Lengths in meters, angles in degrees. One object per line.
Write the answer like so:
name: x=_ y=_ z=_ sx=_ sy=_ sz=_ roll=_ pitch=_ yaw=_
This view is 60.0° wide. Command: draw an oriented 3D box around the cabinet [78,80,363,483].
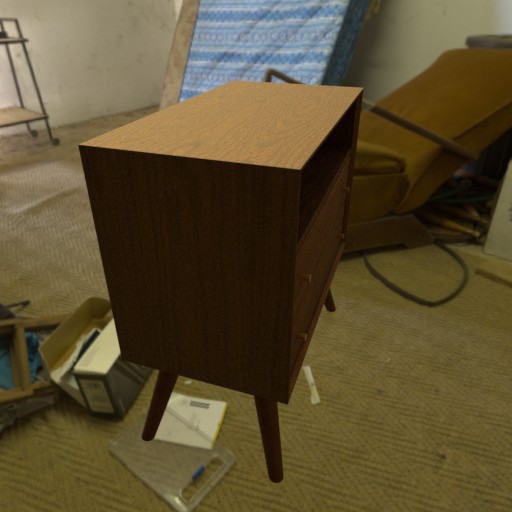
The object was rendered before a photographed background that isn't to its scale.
cabinet: x=0.000 y=0.000 z=1.166 sx=0.388 sy=0.748 sz=0.712 roll=10 pitch=32 yaw=16
